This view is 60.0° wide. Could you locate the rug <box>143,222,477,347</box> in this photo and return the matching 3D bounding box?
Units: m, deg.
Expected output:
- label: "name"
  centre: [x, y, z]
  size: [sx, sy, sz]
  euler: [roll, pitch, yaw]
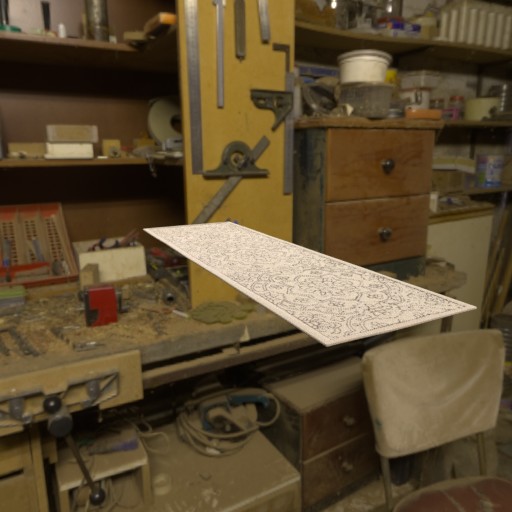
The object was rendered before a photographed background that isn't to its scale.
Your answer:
- label: "rug"
  centre: [0.000, 0.000, 2.689]
  size: [0.769, 0.012, 2.448]
  euler: [-7, 15, -27]
